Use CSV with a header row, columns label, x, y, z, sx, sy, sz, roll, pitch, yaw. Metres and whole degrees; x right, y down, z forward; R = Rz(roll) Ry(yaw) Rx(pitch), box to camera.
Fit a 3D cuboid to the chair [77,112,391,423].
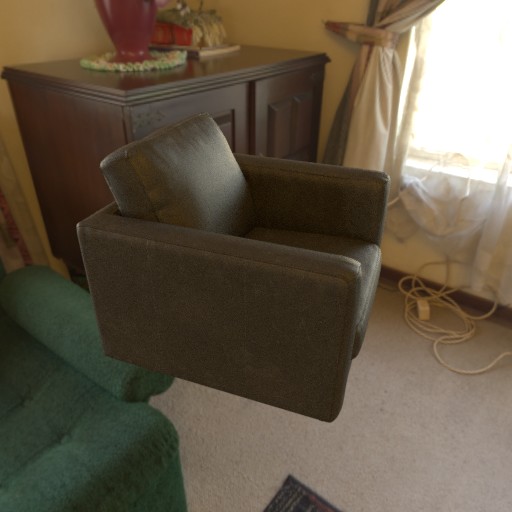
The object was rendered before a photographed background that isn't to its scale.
label,x,y,z,sx,sy,sz,roll,pitch,yaw
chair,0.000,0.000,1.636,0.879,0.898,0.831,11,32,17
